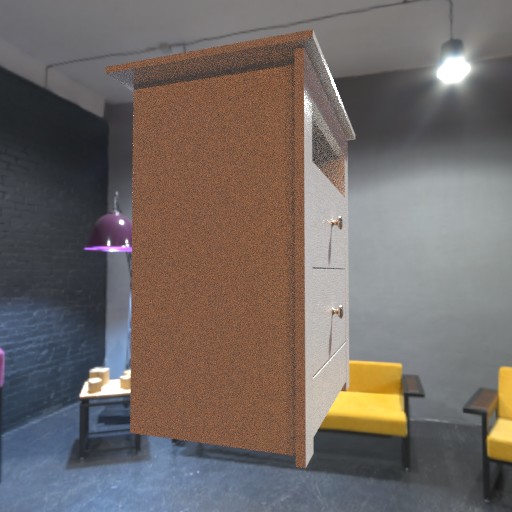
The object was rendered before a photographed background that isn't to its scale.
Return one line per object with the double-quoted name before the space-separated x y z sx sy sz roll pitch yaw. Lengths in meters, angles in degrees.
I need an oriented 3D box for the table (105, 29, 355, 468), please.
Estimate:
"table" 0.000 0.000 1.049 0.406 0.711 0.589 -1 -2 19
